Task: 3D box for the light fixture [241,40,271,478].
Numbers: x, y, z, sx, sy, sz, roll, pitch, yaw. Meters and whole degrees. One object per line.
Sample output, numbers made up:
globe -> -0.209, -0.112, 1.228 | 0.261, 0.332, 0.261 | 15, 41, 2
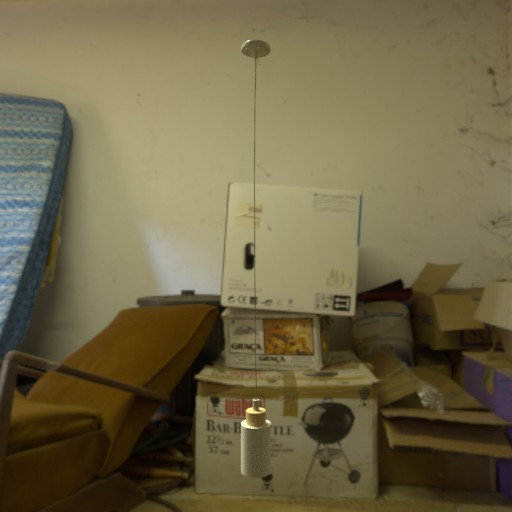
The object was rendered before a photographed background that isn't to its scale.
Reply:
light fixture -> 0.000, 0.000, 1.881 | 0.125, 1.798, 0.125 | 1, -2, -19
